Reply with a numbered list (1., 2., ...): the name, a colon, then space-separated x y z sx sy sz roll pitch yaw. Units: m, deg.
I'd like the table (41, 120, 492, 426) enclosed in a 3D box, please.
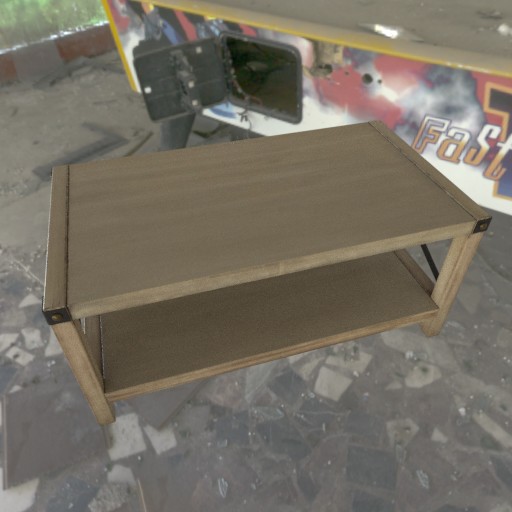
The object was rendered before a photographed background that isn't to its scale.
1. table: 0.000 0.000 1.279 1.016 0.456 0.559 -12 43 -13
